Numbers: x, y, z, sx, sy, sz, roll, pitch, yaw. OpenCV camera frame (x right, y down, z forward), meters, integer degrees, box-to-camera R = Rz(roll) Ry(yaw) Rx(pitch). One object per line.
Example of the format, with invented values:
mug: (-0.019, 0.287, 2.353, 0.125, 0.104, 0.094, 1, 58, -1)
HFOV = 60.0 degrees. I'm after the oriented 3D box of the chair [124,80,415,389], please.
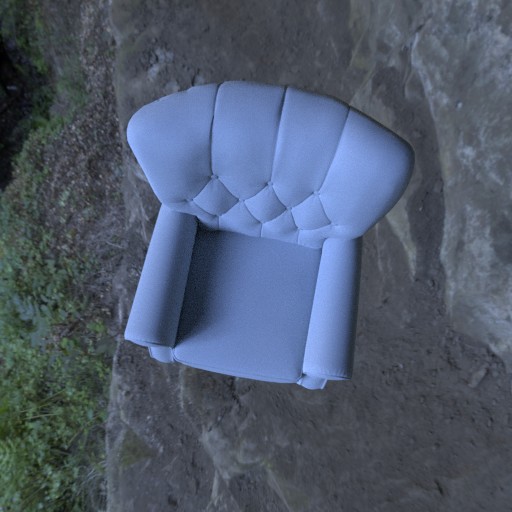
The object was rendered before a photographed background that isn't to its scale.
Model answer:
chair: (0.000, 0.000, 2.094, 1.090, 1.217, 1.128, 10, 76, 2)
